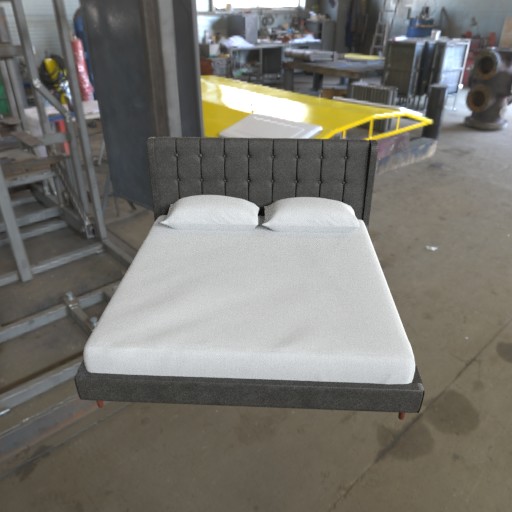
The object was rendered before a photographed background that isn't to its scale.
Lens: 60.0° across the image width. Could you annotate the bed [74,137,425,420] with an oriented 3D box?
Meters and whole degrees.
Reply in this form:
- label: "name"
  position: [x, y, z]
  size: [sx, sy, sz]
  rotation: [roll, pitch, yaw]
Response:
- label: "bed"
  position: [0.000, 0.000, 3.143]
  size: [1.903, 1.158, 2.031]
  rotation: [1, 30, 2]
